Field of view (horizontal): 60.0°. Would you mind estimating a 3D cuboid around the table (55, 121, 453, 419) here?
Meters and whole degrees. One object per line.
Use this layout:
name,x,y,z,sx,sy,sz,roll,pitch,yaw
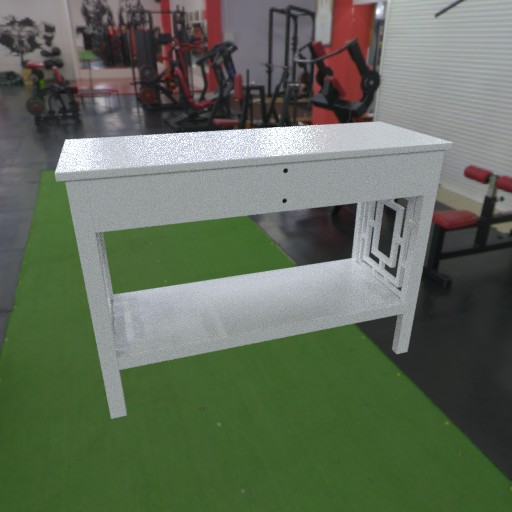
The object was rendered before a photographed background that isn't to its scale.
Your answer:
table,0.000,0.000,1.466,1.068,0.753,0.397,-8,27,-16
